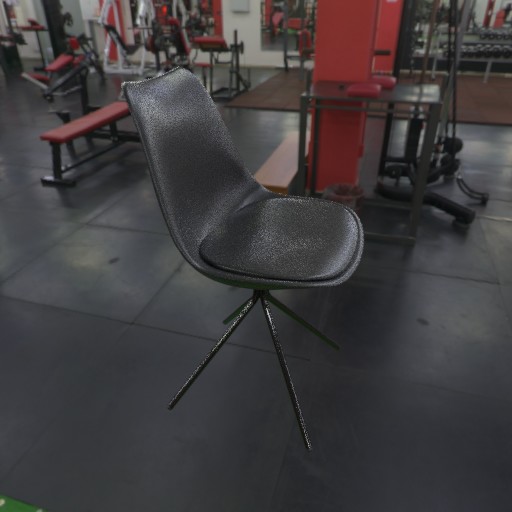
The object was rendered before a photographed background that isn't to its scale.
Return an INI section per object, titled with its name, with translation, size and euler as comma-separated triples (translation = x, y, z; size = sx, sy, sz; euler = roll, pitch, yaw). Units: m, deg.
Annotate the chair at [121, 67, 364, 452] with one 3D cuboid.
[chair]
translation = 0.000, 0.000, 1.138
size = 0.525, 0.850, 0.461
euler = 10, 32, 17
